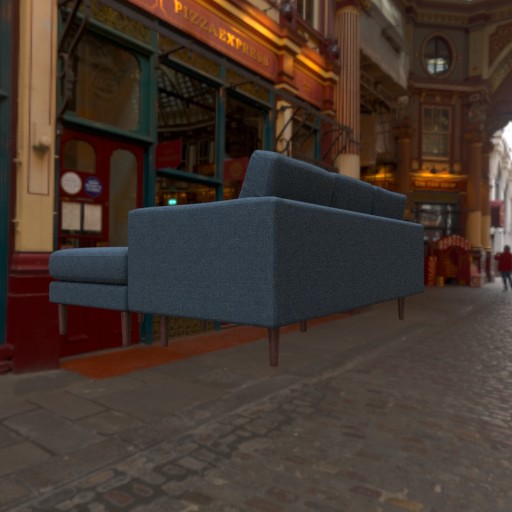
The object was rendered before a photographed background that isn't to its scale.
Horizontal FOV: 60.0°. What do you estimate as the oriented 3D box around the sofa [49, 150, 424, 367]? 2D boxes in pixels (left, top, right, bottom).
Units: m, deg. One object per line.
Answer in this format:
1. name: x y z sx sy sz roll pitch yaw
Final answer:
1. sofa: 0.000 0.000 3.020 1.667 0.957 2.055 0 0 36
